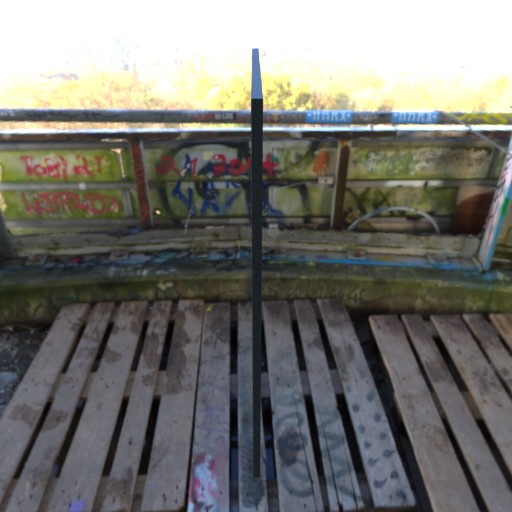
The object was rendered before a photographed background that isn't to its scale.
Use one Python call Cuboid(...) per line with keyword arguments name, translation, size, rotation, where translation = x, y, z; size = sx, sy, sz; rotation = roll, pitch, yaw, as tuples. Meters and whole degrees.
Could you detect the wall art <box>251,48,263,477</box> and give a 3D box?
Cuboid(name="wall art", translation=(0.000, 0.000, 0.830), size=(0.013, 0.660, 0.460), rotation=(0, 31, 0))
